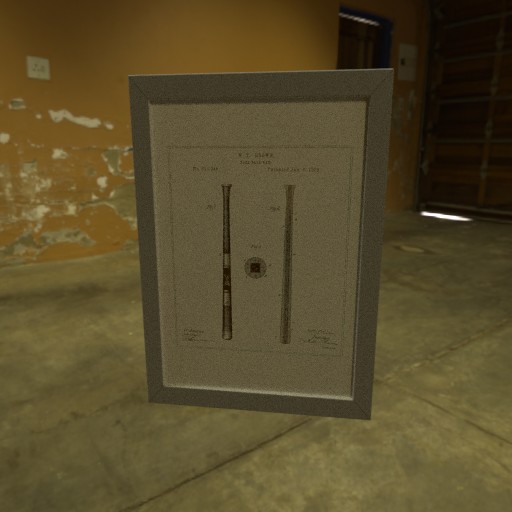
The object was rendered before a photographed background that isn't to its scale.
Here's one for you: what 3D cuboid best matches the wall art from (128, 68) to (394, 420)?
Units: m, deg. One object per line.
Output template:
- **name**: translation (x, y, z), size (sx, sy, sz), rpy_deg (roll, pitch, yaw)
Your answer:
- **wall art**: translation (0.000, 0.000, 0.683), size (0.374, 0.529, 0.012), rpy_deg (2, 13, 8)
